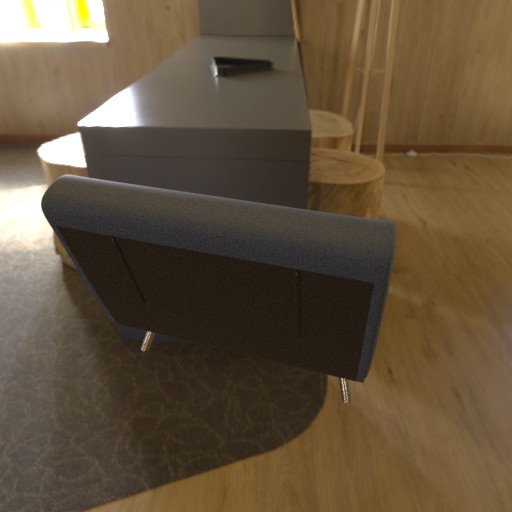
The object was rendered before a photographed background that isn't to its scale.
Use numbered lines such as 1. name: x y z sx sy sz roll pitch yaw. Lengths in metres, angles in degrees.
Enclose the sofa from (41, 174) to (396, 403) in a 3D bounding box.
1. sofa: 0.000 0.000 1.730 0.999 0.860 0.996 10 35 15
